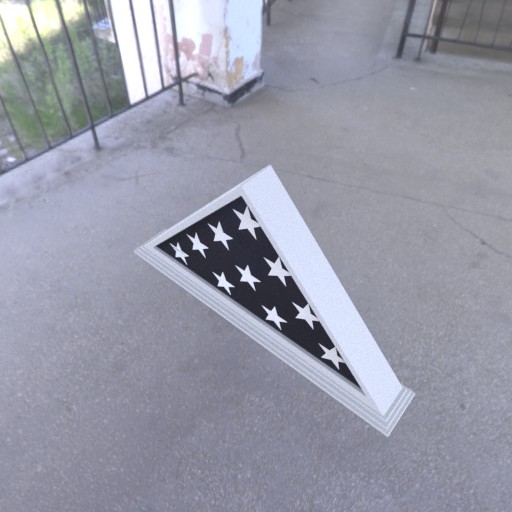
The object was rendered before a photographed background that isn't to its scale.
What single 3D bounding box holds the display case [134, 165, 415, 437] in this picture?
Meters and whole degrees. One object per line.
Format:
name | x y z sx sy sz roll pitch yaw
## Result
display case | 0.000 0.000 0.761 0.640 0.340 0.095 32 54 26
